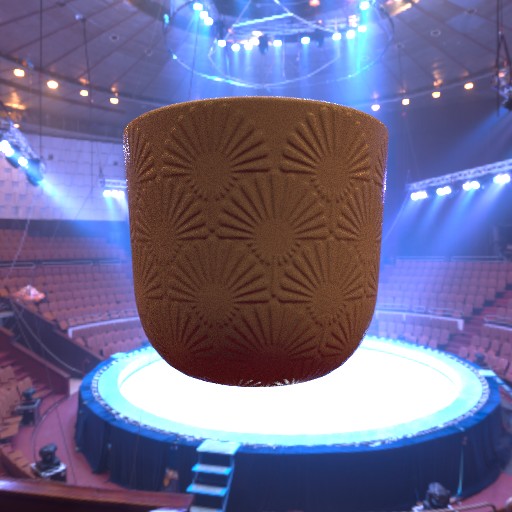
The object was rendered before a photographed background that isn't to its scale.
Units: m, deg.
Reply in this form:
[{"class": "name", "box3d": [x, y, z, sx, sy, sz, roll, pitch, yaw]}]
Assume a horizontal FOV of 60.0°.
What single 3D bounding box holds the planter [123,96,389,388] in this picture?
[{"class": "planter", "box3d": [0.000, 0.000, 0.294, 0.170, 0.152, 0.170, 0, 0, 0]}]
